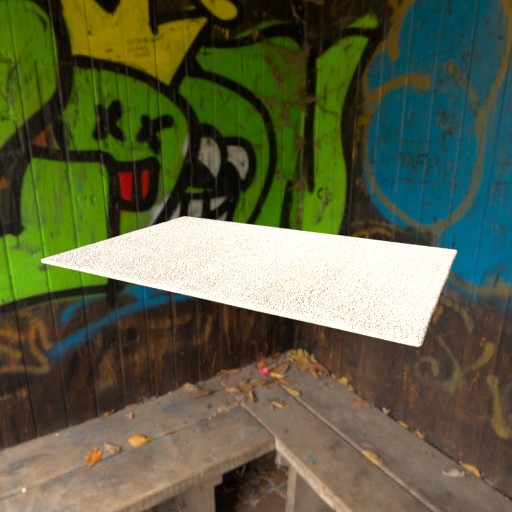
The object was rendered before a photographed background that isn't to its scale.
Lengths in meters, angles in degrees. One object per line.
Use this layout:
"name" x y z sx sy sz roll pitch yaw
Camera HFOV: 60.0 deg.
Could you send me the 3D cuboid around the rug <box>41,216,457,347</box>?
"rug" 0.000 0.000 3.460 2.743 0.030 1.778 9 19 27
